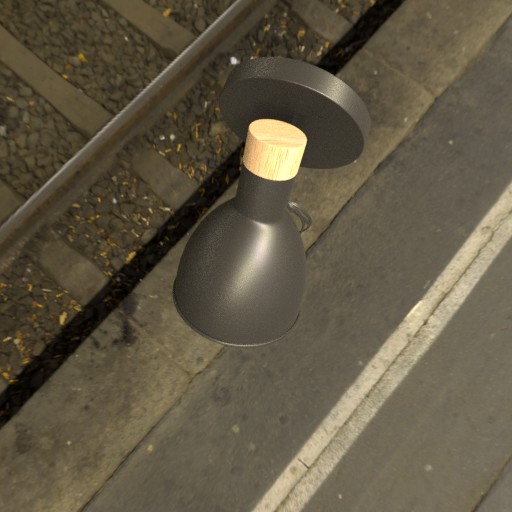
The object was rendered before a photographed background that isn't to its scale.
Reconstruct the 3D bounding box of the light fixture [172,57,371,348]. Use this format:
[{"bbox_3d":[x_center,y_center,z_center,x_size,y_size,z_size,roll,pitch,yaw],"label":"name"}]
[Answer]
[{"bbox_3d":[0.000,0.000,0.479,0.127,0.401,0.203,19,77,5],"label":"light fixture"}]
